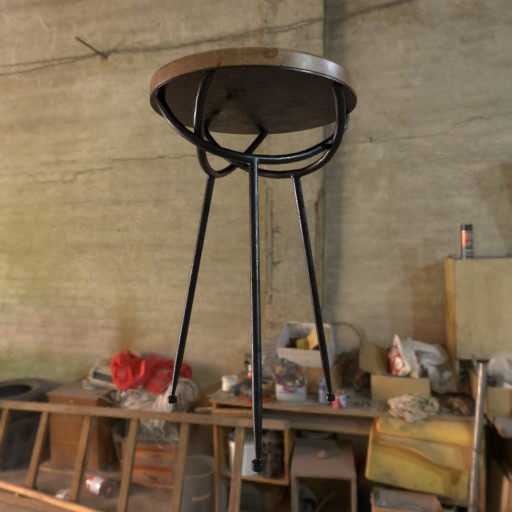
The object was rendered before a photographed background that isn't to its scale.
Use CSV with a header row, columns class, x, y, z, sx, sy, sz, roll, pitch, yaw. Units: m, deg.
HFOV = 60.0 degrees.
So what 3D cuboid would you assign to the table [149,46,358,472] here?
class,x,y,z,sx,sy,sz,roll,pitch,yaw
table,0.000,0.000,0.900,0.418,0.664,0.414,0,1,-19
